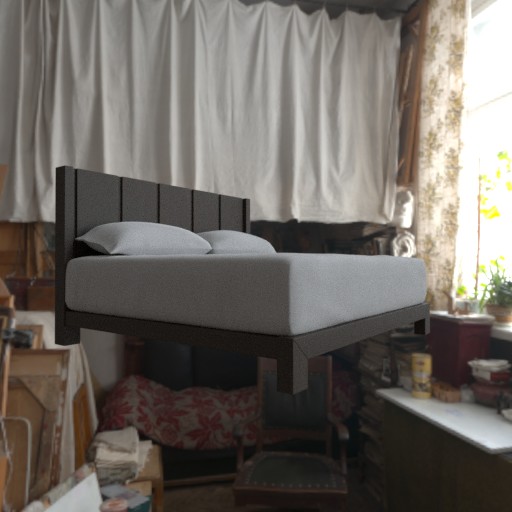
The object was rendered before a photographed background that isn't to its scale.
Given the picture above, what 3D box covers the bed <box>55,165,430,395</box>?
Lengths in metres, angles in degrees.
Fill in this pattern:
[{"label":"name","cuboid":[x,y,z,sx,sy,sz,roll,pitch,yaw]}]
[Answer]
[{"label":"bed","cuboid":[0.000,0.000,3.435,2.012,1.270,2.134,0,-1,37]}]
